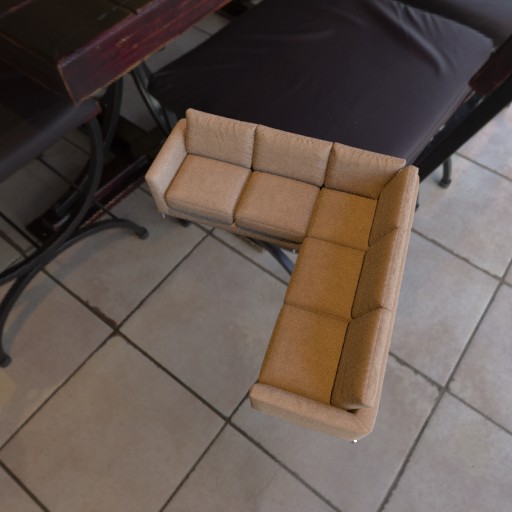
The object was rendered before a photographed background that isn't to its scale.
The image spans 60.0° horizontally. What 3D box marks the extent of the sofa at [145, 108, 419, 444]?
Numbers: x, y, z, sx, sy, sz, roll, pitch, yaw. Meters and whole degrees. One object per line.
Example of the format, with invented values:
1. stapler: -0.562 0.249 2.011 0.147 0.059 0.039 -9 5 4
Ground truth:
1. sofa: 0.000 0.000 3.891 2.438 0.864 2.438 16 60 9
